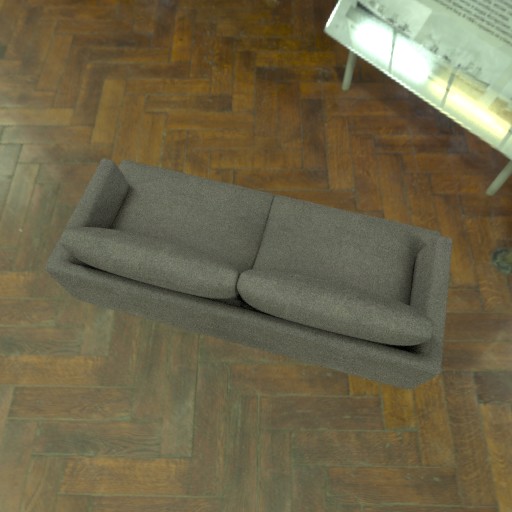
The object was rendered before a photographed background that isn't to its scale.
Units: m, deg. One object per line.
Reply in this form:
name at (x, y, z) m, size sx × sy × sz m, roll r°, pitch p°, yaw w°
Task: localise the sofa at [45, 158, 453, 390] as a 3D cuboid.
sofa at (0.000, 0.000, 2.797) m, size 2.250 × 0.868 × 1.020 m, roll 14°, pitch 65°, yaw 7°
